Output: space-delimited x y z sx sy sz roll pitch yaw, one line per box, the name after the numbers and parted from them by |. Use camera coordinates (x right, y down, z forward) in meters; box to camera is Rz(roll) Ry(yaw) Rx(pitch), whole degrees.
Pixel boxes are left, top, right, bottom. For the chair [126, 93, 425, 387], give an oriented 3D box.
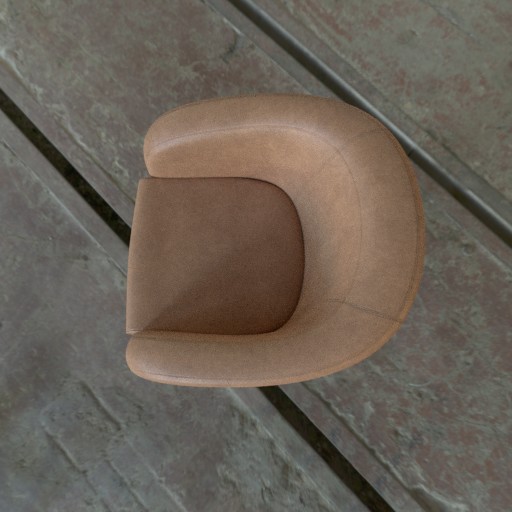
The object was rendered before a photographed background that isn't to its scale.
0.000 0.000 1.418 0.815 0.771 0.791 1 76 0 | chair
